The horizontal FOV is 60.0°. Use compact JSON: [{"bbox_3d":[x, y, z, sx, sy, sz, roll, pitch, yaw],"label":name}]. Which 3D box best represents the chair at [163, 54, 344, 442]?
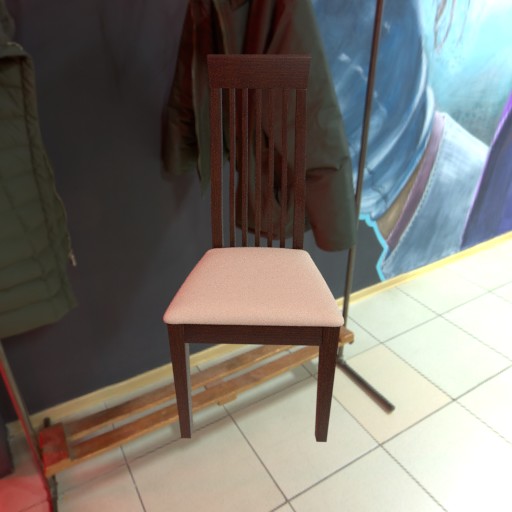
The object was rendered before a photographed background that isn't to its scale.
[{"bbox_3d":[0.000,0.000,1.288,0.460,1.027,0.474,1,30,2],"label":"chair"}]
